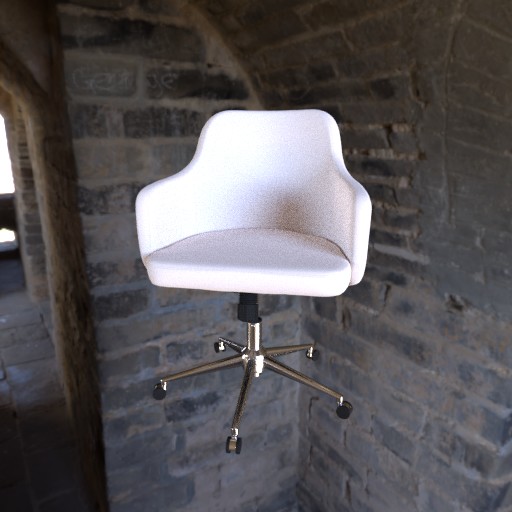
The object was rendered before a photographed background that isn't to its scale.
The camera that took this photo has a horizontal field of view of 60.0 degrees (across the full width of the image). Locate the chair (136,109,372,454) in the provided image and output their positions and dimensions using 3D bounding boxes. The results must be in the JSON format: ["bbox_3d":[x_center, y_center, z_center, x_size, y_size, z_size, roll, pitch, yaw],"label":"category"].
[{"bbox_3d":[0.000,0.000,1.255,0.602,0.819,0.647,3,15,10],"label":"chair"}]
